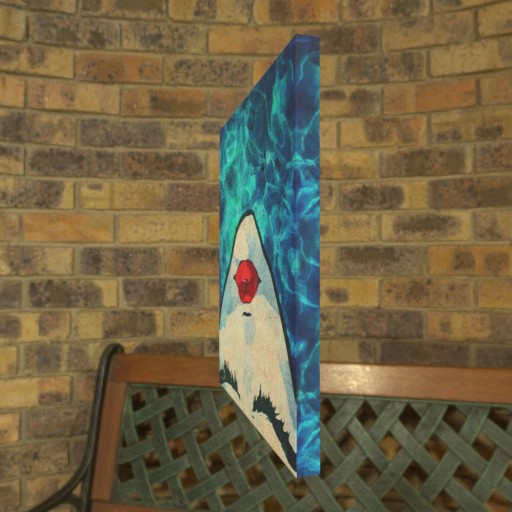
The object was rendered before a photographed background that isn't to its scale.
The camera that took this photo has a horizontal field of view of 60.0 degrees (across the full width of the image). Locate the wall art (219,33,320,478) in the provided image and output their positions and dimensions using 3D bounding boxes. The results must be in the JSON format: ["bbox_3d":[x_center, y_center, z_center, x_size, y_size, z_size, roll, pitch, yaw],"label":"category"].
[{"bbox_3d":[0.000,0.000,0.881,0.038,0.635,0.508,0,0,-17],"label":"wall art"}]
